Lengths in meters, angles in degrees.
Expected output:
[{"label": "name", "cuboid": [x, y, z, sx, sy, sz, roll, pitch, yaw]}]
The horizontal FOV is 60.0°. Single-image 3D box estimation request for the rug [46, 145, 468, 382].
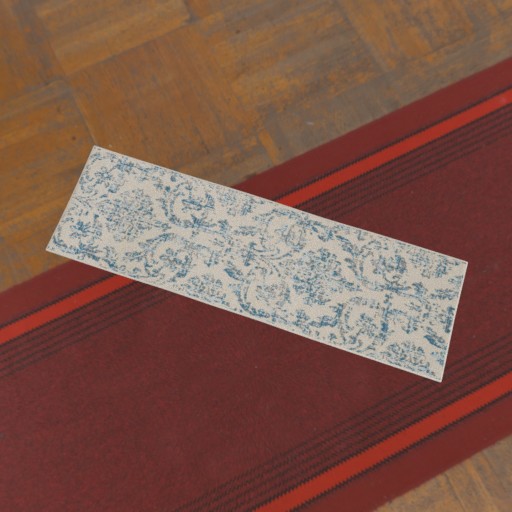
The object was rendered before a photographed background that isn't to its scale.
[{"label": "rug", "cuboid": [0.000, 0.000, 2.404, 2.196, 0.011, 0.662, 18, 77, 4]}]
